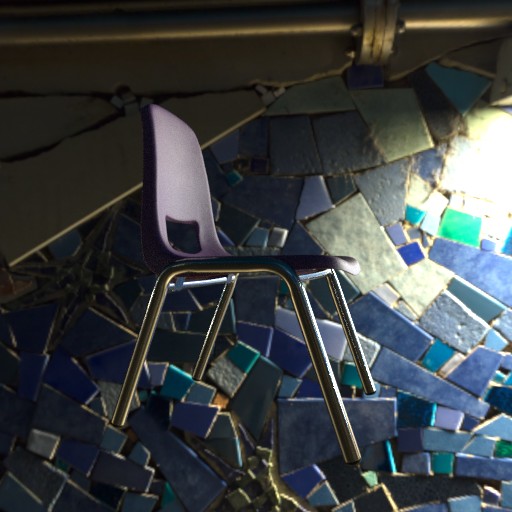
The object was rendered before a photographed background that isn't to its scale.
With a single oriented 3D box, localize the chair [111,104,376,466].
[{"bbox_3d":[0.000,0.000,0.839,0.419,0.584,0.356,0,0,19],"label":"chair"}]
